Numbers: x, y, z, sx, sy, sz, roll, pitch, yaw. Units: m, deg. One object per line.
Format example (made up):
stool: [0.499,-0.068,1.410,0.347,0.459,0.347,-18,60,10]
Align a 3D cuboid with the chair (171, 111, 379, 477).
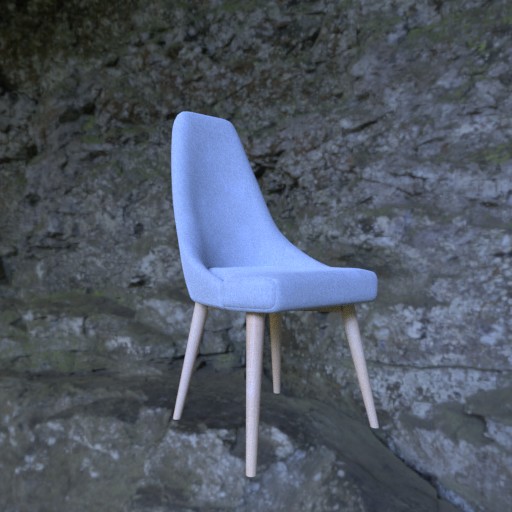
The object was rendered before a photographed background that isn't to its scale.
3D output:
chair: [0.000,0.000,1.412,0.510,1.040,0.660,-1,1,-38]
